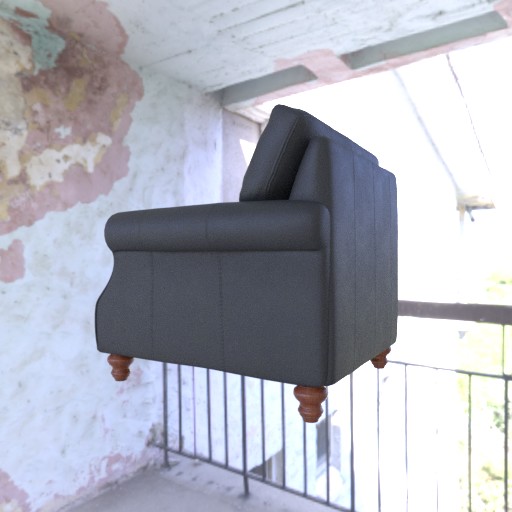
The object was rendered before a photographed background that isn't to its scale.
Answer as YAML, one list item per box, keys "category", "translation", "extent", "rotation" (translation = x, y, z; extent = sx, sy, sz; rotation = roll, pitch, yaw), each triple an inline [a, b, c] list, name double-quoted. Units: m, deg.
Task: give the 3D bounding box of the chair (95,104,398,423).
- category: "chair"
  translation: [0.000, 0.000, 1.813]
  extent: [1.027, 0.960, 1.015]
  rotation: [0, 0, 37]
